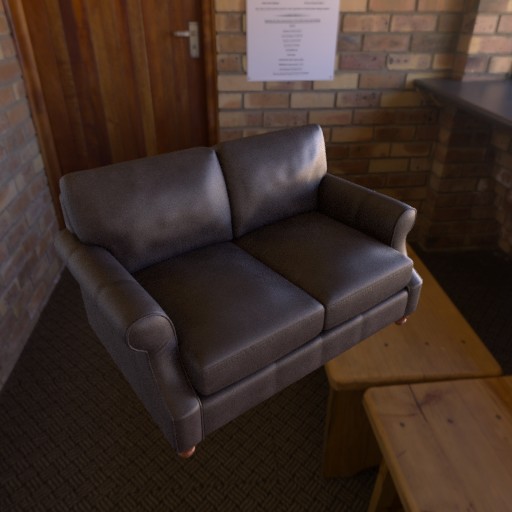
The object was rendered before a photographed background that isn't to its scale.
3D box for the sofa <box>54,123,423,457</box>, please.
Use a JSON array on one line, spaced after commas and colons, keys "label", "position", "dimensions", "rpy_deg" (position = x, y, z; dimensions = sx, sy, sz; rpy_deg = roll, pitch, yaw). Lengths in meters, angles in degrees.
[{"label": "sofa", "position": [0.000, 0.000, 2.257], "dimensions": [1.663, 0.979, 1.030], "rpy_deg": [-21, 36, -31]}]
